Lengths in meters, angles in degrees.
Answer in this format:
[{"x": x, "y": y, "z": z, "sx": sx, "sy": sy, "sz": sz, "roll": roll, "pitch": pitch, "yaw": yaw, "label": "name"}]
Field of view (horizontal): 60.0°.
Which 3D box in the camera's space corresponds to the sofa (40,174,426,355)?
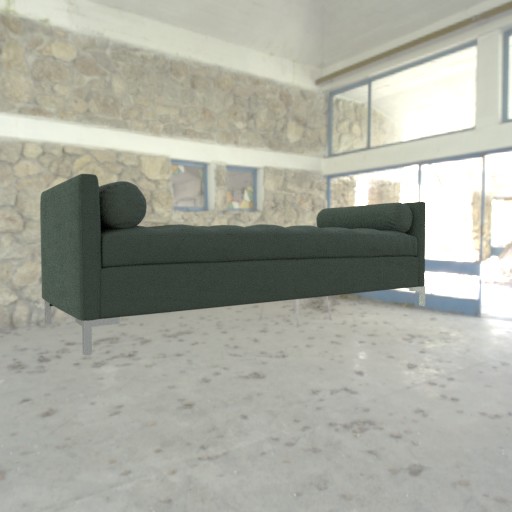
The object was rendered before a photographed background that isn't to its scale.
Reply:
[{"x": 0.000, "y": 0.000, "z": 2.490, "sx": 2.102, "sy": 0.657, "sz": 0.797, "roll": -1, "pitch": 3, "yaw": -35, "label": "sofa"}]
